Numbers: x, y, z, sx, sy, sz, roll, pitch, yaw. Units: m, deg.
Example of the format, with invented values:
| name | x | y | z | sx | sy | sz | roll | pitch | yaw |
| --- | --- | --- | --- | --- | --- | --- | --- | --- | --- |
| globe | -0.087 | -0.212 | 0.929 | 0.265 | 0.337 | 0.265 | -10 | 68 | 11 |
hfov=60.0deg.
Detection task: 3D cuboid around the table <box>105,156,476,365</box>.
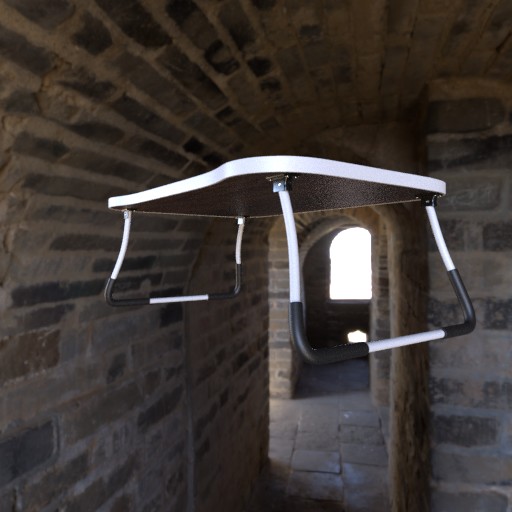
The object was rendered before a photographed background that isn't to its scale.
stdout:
| name | x | y | z | sx | sy | sz | roll | pitch | yaw |
| --- | --- | --- | --- | --- | --- | --- | --- | --- | --- |
| table | 0.000 | 0.000 | 0.831 | 0.400 | 0.232 | 0.660 | 0 | 0 | -36 |
